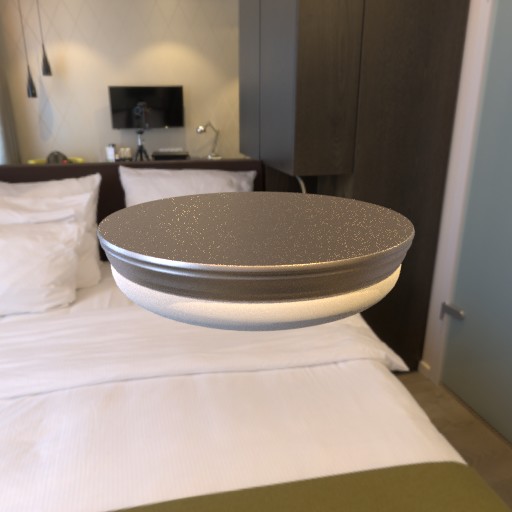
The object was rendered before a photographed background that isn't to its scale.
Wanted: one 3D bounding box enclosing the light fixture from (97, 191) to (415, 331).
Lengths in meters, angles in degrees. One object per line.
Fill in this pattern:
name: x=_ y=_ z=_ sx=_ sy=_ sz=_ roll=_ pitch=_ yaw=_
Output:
light fixture: x=0.000 y=0.000 z=0.557 sx=0.368 sy=0.100 sz=0.368 roll=0 pitch=18 yaw=0
